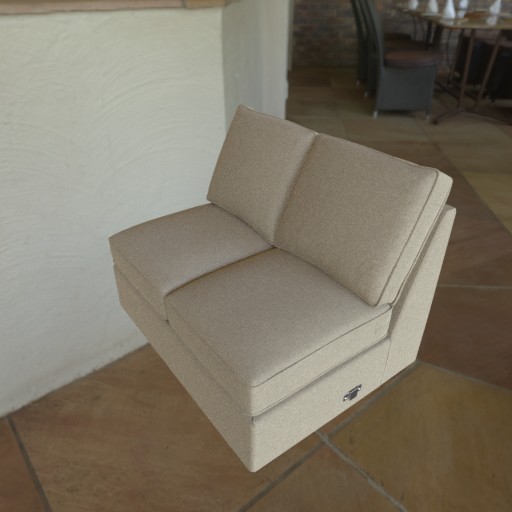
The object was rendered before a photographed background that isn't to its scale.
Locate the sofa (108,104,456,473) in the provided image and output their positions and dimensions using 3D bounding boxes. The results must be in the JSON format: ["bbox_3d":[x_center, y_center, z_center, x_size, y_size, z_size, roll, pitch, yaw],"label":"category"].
[{"bbox_3d":[0.000,0.000,1.982,0.951,1.008,1.237,-22,38,-30],"label":"sofa"}]
